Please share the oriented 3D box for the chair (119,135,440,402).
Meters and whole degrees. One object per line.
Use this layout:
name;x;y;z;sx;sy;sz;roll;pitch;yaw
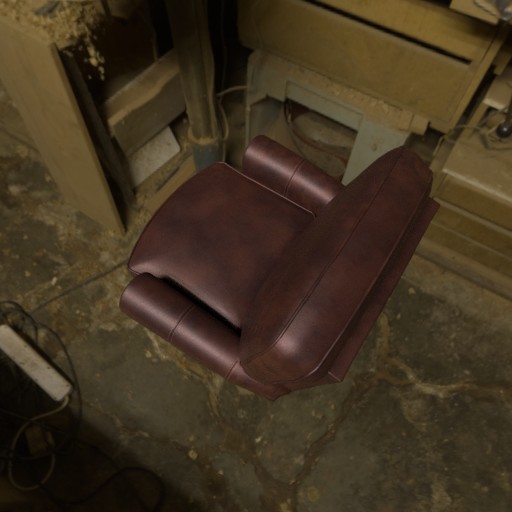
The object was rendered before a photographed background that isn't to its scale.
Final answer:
chair;0.000;0.000;1.724;0.986;1.018;0.936;30;67;15
